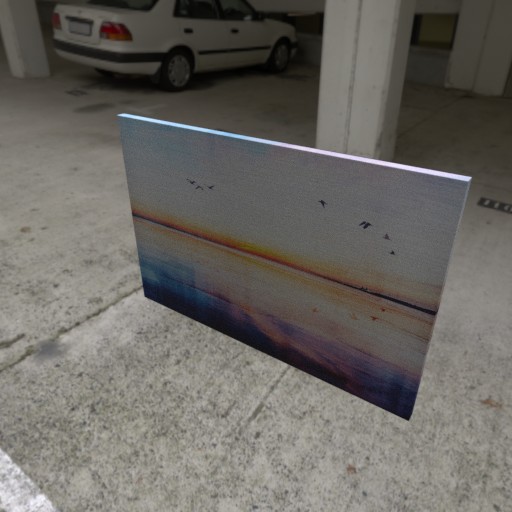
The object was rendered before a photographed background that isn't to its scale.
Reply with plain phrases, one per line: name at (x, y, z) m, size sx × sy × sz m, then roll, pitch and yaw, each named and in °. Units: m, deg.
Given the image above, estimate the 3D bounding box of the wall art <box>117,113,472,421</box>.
wall art at (0.000, 0.000, 0.762) m, size 0.604 × 0.402 × 0.018 m, roll 19°, pitch 35°, yaw 30°
